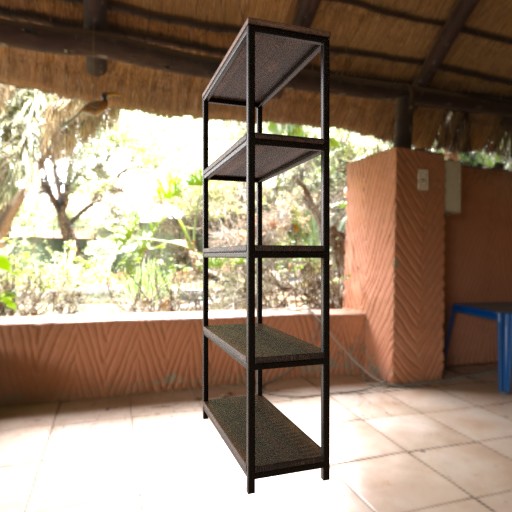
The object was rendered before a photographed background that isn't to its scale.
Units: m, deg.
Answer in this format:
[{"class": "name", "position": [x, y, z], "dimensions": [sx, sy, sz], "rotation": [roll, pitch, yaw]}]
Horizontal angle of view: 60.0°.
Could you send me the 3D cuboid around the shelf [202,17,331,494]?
[{"class": "shelf", "position": [0.000, 0.000, 2.196], "dimensions": [0.359, 1.860, 0.874], "rotation": [0, 0, -19]}]
